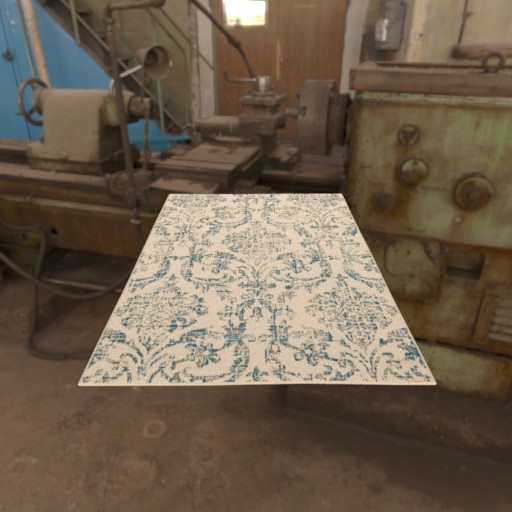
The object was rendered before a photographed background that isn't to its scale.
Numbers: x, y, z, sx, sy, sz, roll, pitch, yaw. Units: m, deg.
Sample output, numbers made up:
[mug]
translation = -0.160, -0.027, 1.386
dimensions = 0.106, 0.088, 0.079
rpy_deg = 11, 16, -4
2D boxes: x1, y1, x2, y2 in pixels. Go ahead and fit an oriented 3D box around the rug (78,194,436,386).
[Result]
[rug]
translation = 0.000, 0.000, 2.300
dimensions = 1.213, 0.012, 1.831
rpy_deg = 0, 28, 0
